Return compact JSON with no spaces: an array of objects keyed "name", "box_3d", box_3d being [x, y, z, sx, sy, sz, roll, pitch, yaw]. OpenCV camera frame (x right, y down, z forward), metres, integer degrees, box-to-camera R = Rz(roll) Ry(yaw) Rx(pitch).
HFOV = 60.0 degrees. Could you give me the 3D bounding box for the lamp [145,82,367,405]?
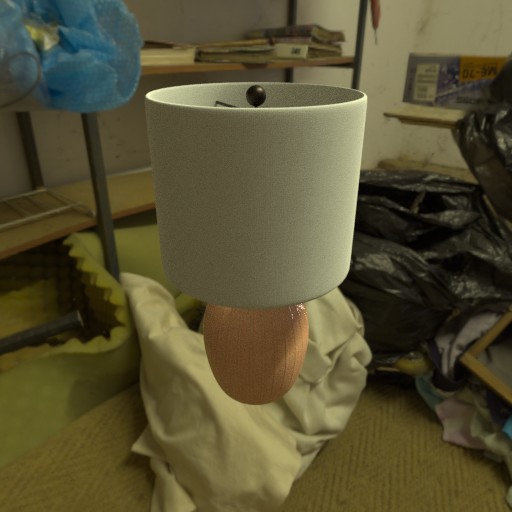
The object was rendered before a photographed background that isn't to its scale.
[{"name":"lamp","box_3d":[0.000,0.000,0.789,0.329,0.570,0.329,0,26,0]}]
